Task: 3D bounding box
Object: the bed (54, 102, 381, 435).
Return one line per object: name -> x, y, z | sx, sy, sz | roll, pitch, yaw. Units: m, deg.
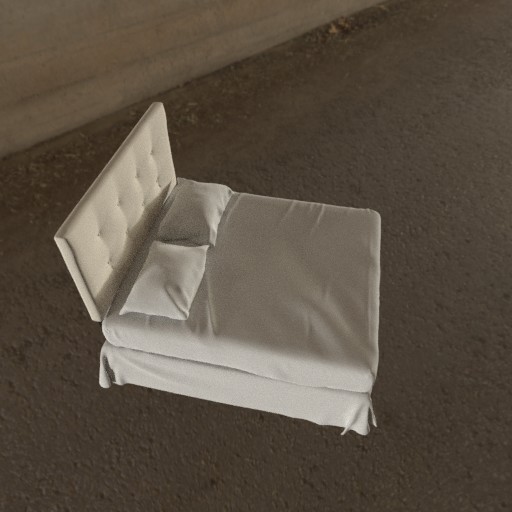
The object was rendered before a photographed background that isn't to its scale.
bed -> 0.000, 0.000, 3.510 | 2.222, 1.577, 1.936 | 9, 48, 8
